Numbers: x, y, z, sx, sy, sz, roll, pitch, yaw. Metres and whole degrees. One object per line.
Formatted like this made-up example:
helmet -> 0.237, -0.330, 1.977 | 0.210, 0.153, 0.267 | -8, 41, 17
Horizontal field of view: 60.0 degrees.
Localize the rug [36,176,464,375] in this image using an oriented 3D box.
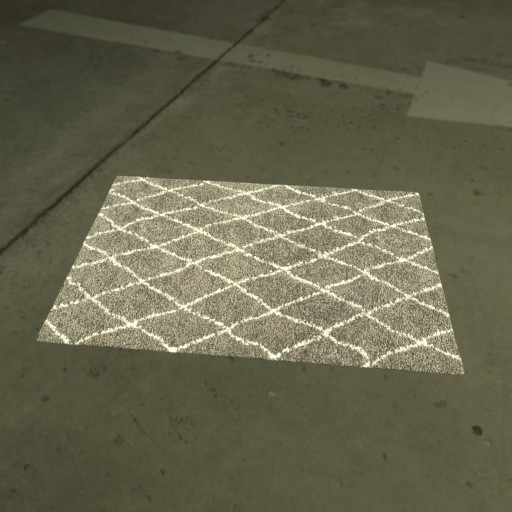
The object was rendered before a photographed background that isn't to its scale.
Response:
rug -> 0.000, 0.000, 3.419 | 2.743, 0.030, 1.778 | 4, 47, 3
